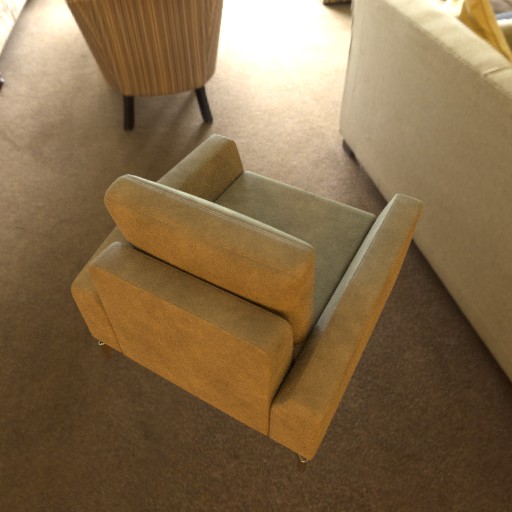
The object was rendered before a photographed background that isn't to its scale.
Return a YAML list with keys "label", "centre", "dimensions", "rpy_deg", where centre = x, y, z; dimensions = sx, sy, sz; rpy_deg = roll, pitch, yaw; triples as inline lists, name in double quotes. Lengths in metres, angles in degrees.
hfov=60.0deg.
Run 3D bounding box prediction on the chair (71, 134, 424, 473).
- label: "chair"
  centre: [0.000, 0.000, 1.559]
  dimensions: [0.900, 0.800, 0.900]
  rpy_deg: [23, 51, 20]
